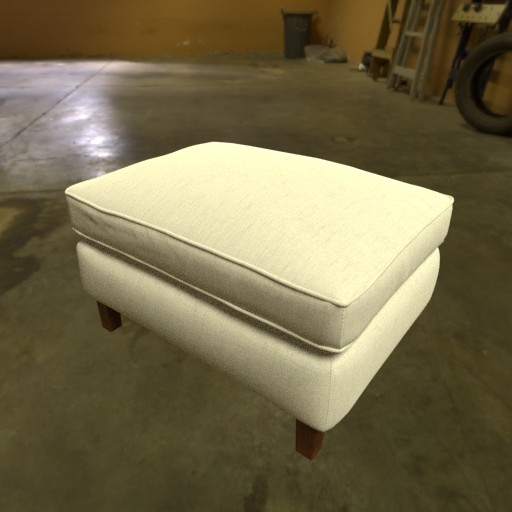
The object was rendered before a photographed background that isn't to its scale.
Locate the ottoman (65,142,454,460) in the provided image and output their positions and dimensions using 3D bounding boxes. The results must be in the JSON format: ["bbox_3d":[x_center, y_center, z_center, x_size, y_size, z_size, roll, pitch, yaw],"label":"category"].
[{"bbox_3d":[0.000,0.000,0.956,0.665,0.406,0.501,21,36,32],"label":"ottoman"}]
